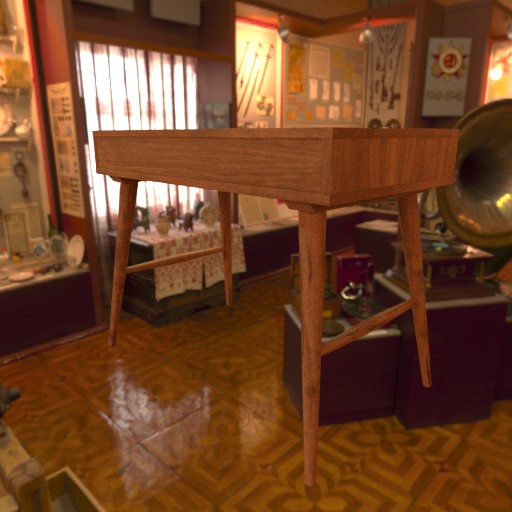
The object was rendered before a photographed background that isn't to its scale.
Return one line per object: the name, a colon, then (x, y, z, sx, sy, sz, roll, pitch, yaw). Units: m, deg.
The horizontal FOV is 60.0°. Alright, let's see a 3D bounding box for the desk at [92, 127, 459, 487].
desk: (0.000, 0.000, 1.385, 0.588, 0.758, 0.949, -15, 21, -42)
